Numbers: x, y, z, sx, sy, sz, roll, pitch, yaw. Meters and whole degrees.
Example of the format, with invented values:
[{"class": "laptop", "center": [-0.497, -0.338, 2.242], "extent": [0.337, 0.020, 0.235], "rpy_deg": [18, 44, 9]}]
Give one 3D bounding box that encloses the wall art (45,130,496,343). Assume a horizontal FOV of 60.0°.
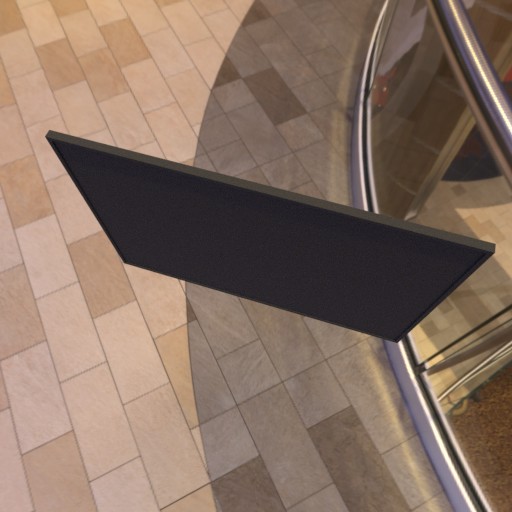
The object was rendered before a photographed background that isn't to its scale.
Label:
[{"class": "wall art", "center": [0.000, 0.000, 1.489], "extent": [1.190, 0.805, 0.028], "rpy_deg": [16, 65, 8]}]
